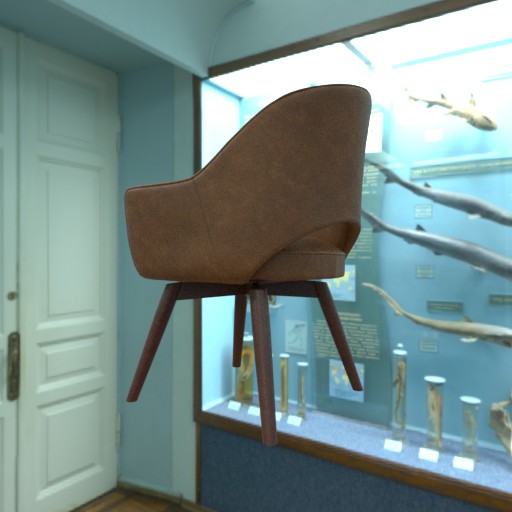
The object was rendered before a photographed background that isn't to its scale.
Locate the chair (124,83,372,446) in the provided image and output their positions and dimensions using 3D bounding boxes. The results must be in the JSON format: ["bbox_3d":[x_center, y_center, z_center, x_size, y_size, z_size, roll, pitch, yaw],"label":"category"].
[{"bbox_3d":[0.000,0.000,1.219,0.640,0.777,0.591,0,0,36],"label":"chair"}]
